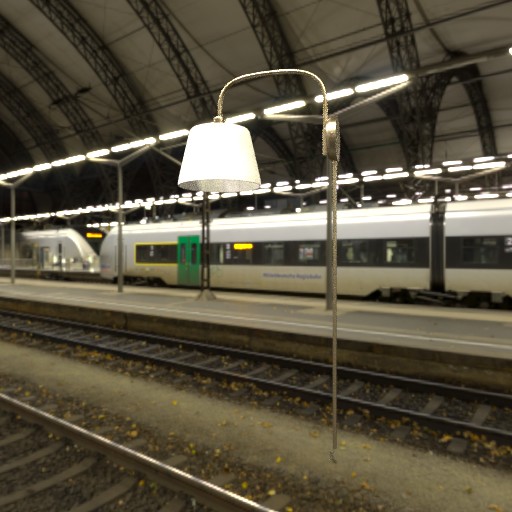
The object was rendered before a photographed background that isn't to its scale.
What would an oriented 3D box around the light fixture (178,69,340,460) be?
[{"bbox_3d":[0.000,0.000,0.483,0.176,0.399,0.092,0,0,16],"label":"light fixture"}]
